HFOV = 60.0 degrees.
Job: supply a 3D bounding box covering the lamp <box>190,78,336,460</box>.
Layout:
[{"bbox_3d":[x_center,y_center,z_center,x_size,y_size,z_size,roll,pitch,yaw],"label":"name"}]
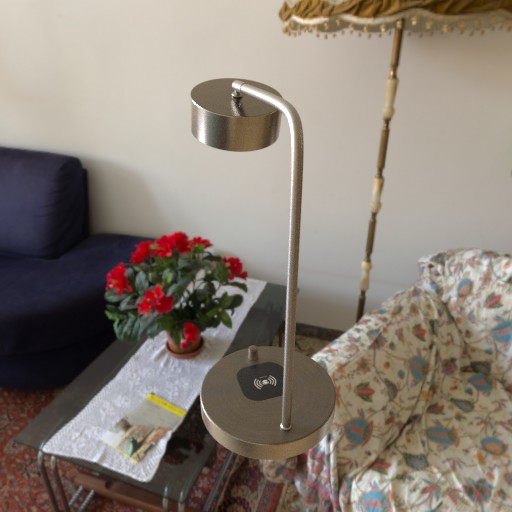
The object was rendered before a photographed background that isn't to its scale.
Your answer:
[{"bbox_3d":[0.000,0.000,0.654,0.211,0.469,0.334,-8,28,-16],"label":"lamp"}]
